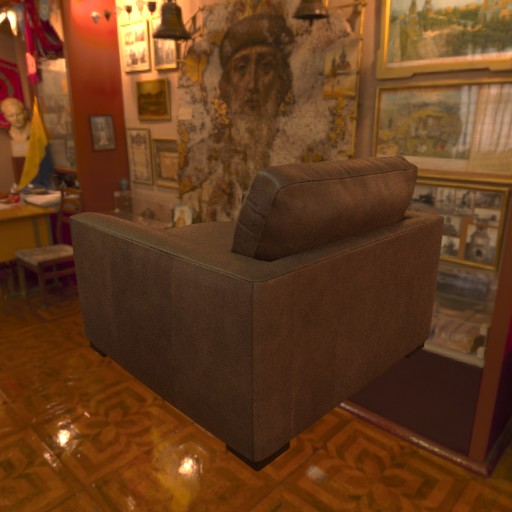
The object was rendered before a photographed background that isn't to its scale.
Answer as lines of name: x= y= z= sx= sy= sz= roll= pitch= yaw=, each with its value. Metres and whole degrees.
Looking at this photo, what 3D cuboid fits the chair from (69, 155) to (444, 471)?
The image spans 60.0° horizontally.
chair: x=0.000 y=0.000 z=1.782 sx=1.100 sy=0.812 sz=1.069 roll=-16 pitch=23 yaw=-42
